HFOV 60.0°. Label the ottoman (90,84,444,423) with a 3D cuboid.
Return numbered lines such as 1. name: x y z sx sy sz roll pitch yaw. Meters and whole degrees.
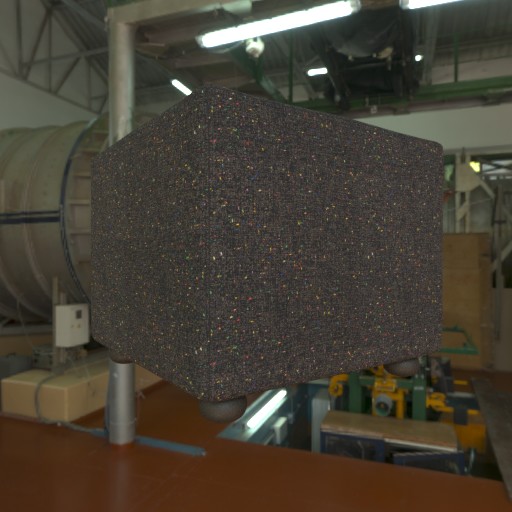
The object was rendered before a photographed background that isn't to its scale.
1. ottoman: 0.000 0.000 0.856 0.508 0.432 0.508 0 0 -35
